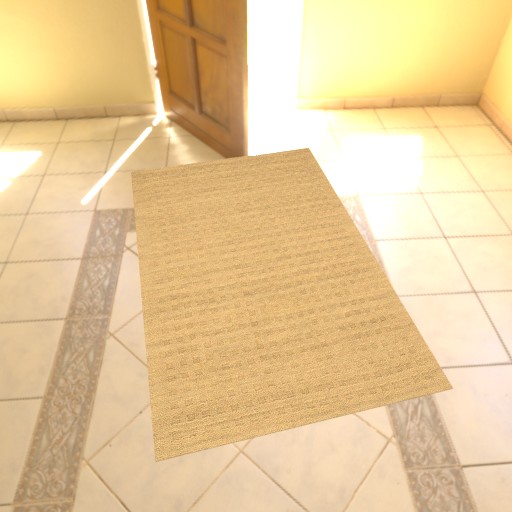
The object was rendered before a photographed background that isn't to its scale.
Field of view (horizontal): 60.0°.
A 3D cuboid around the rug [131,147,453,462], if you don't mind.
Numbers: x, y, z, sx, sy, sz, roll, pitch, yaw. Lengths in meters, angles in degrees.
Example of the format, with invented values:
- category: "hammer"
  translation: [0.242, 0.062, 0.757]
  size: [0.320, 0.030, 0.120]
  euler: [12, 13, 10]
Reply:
- category: "rug"
  translation: [0.000, 0.000, 2.214]
  size: [1.142, 0.006, 1.752]
  euler: [-10, 47, -10]
